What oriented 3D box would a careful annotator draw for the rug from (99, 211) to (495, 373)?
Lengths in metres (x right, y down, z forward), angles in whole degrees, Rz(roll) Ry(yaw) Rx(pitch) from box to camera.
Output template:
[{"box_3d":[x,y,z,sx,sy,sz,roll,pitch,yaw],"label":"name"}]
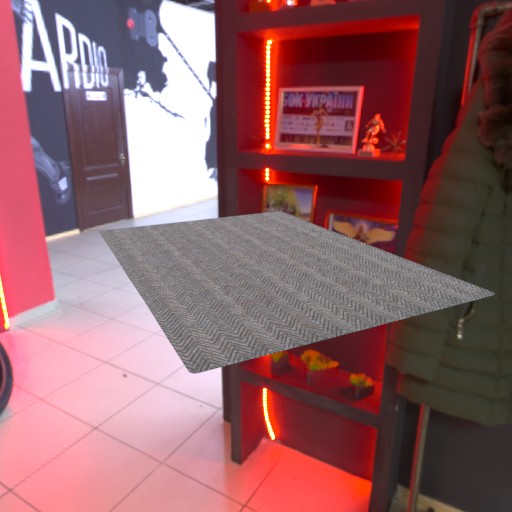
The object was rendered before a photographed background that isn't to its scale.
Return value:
[{"box_3d":[0.000,0.000,5.078,2.894,0.011,3.957,-9,20,-25],"label":"rug"}]
